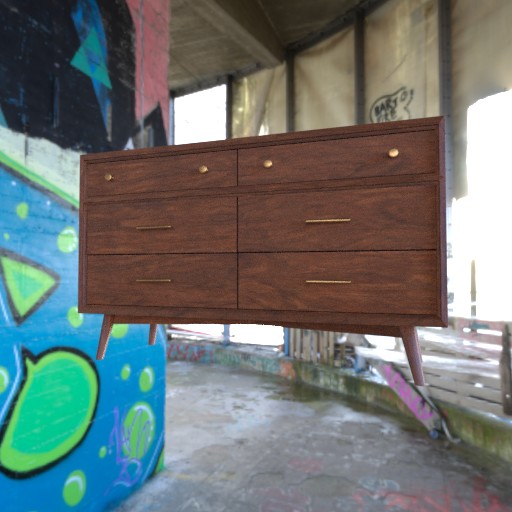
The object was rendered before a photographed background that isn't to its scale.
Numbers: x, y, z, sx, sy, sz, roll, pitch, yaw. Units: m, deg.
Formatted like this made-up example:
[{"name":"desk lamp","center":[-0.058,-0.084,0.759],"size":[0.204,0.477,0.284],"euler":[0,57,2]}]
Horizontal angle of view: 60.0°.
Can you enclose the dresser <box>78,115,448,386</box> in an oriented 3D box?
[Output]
[{"name":"dresser","center":[0.000,0.000,1.894],"size":[1.472,0.889,0.500],"euler":[-1,-2,20]}]
